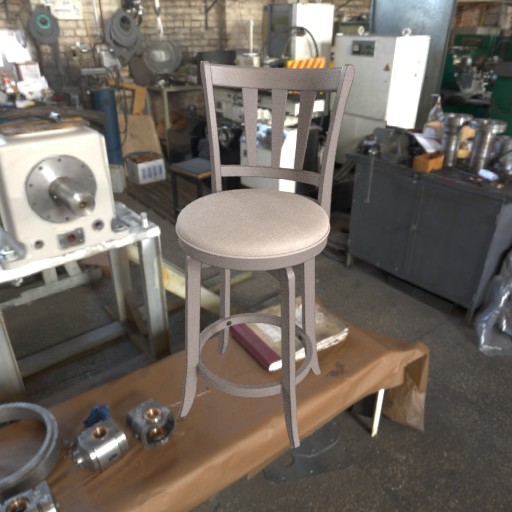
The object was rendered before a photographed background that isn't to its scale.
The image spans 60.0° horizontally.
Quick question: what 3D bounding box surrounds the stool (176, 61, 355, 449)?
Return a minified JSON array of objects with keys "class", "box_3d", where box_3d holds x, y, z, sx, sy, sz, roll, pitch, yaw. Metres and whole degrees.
[{"class":"stool","box_3d":[0.000,0.000,1.300,0.436,1.023,0.475,9,28,16]}]
